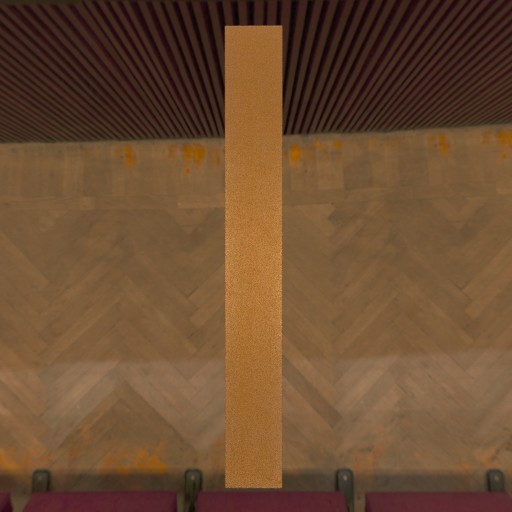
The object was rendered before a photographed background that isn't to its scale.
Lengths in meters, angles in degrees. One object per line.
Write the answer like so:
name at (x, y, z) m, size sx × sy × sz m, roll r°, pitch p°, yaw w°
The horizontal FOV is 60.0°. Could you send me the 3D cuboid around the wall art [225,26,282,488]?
wall art at (0.000, 0.000, 0.445) m, size 0.038 × 0.305 × 0.306 m, roll 0°, pitch 91°, yaw 1°
